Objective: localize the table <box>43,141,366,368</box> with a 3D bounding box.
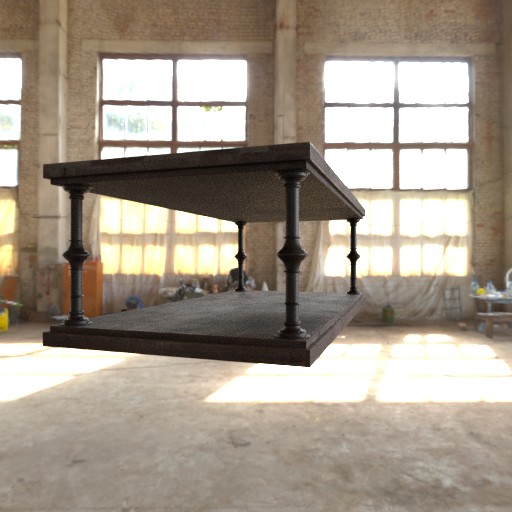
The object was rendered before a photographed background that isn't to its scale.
[{"bbox_3d":[0.000,0.000,1.333,0.554,0.373,1.088,0,0,19],"label":"table"}]
